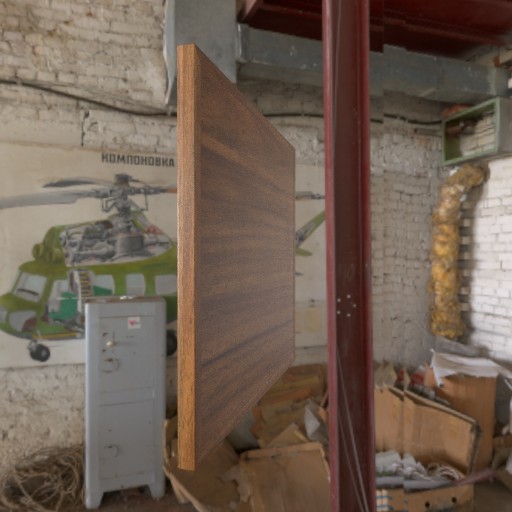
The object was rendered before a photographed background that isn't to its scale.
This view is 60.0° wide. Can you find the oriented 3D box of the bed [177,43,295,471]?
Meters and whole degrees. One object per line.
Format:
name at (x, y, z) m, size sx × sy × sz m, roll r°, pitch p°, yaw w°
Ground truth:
bed at (0.000, 0.000, 1.476) m, size 0.043 × 0.940 × 1.041 m, roll 0°, pitch 1°, yaw 17°
